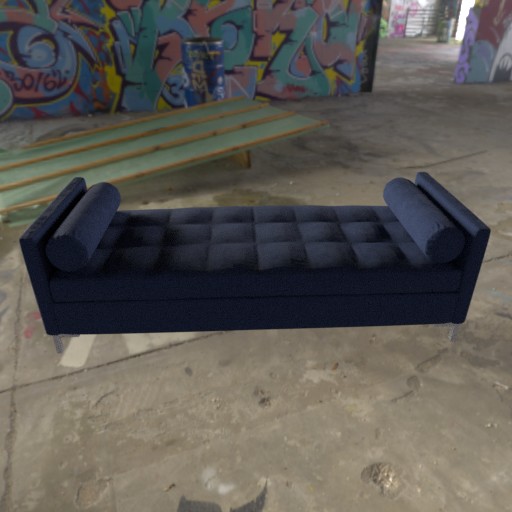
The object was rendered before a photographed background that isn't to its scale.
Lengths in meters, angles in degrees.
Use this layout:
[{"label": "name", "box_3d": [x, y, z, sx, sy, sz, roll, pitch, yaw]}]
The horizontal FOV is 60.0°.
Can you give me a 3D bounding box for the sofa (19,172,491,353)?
[{"label": "sofa", "box_3d": [0.000, 0.000, 2.417, 2.102, 0.657, 0.797, -1, 30, -2]}]
